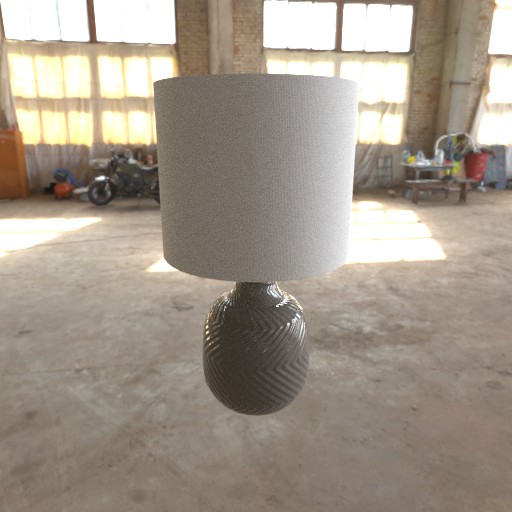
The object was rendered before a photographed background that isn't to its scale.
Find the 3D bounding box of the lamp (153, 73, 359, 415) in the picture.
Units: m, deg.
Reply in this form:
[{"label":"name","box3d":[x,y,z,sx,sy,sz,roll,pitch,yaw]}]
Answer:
[{"label":"lamp","box3d":[0.000,0.000,0.506,0.207,0.366,0.207,3,17,10]}]
